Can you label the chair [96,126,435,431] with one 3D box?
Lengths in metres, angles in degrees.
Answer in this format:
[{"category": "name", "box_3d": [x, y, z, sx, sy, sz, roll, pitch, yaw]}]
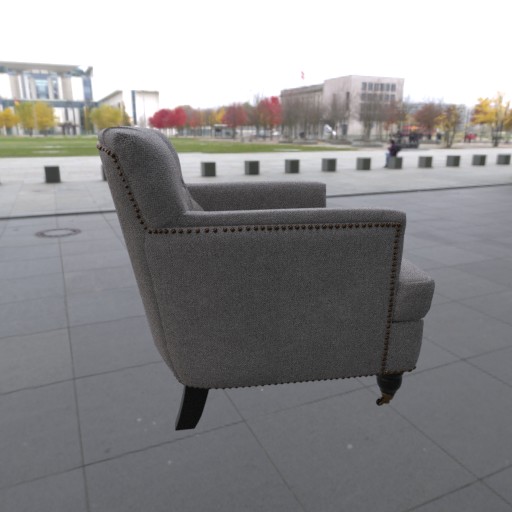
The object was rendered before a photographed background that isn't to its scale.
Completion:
[{"category": "chair", "box_3d": [0.000, 0.000, 1.470, 0.902, 0.823, 0.737, -3, 16, -9]}]
